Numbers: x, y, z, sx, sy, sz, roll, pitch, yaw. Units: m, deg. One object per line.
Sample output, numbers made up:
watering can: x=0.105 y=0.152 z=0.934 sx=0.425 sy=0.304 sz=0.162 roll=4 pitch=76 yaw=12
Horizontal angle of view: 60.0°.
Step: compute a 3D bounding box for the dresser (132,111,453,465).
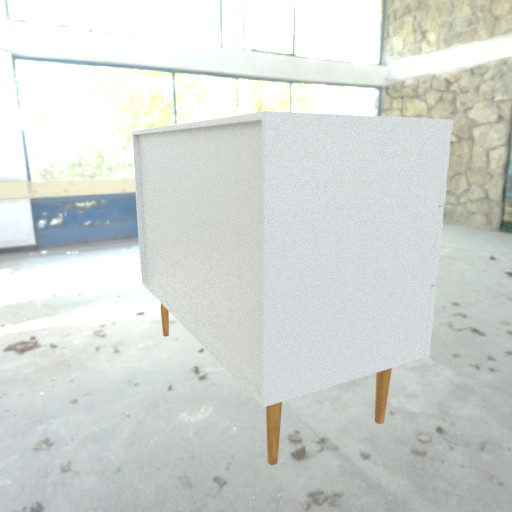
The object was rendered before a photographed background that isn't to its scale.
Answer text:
dresser: x=0.000 y=0.000 z=1.286 sx=0.457 sy=0.721 sz=0.905 roll=-7 pitch=15 yaw=-28
